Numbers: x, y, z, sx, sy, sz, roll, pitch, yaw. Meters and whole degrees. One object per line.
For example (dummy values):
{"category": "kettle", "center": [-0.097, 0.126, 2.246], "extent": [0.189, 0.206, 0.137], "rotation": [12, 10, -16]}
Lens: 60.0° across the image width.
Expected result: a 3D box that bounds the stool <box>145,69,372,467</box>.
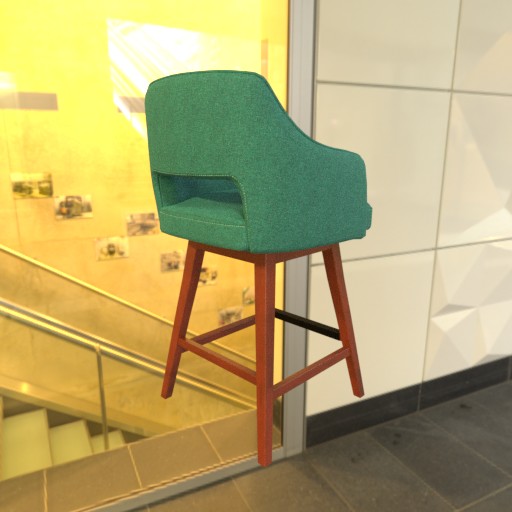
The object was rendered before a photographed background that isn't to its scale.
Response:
{"category": "stool", "center": [0.000, 0.000, 1.320], "extent": [0.548, 0.961, 0.556], "rotation": [13, 19, 43]}
